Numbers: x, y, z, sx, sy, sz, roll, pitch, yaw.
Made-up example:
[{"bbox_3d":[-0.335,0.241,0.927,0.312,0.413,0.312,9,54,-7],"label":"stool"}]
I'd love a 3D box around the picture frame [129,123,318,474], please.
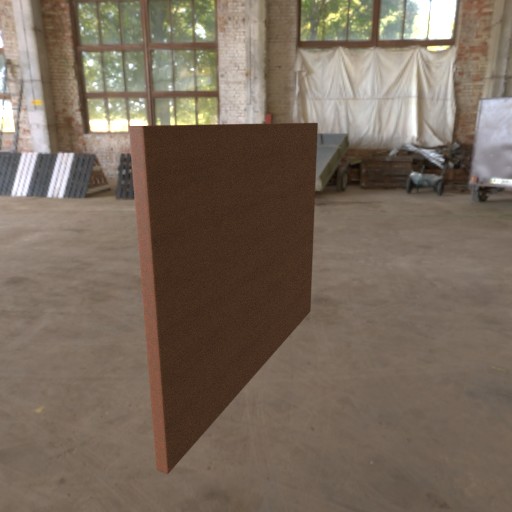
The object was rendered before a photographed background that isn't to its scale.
[{"bbox_3d":[0.000,0.000,1.780,0.045,1.018,1.329,8,19,24],"label":"picture frame"}]
